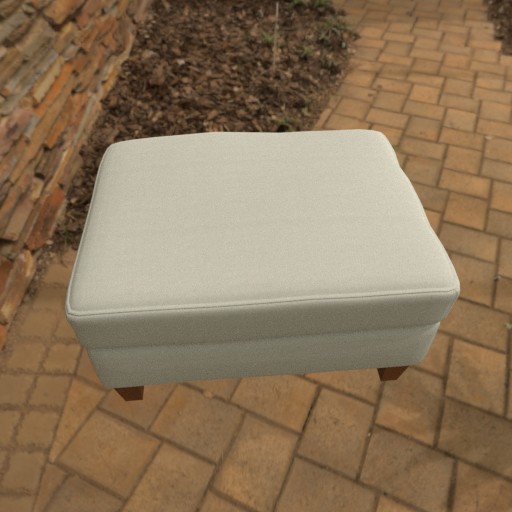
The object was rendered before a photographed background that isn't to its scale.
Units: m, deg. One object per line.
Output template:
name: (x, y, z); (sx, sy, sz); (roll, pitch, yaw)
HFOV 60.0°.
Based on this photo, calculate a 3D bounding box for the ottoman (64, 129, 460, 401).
ottoman: (0.000, 0.000, 1.226); (0.818, 0.496, 0.634); (-3, 47, -3)
